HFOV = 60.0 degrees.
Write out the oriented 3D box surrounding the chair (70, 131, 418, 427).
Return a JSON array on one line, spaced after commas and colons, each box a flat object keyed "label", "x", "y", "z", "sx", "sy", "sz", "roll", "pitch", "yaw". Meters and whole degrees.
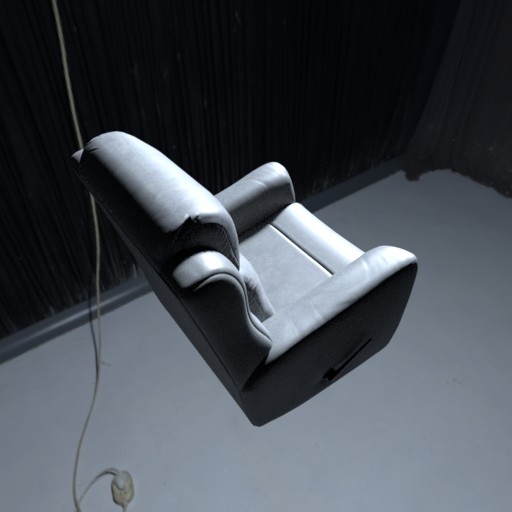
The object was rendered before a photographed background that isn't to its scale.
[{"label": "chair", "x": 0.000, "y": 0.000, "z": 1.862, "sx": 1.068, "sy": 1.116, "sz": 0.967, "roll": -26, "pitch": 48, "yaw": -26}]
